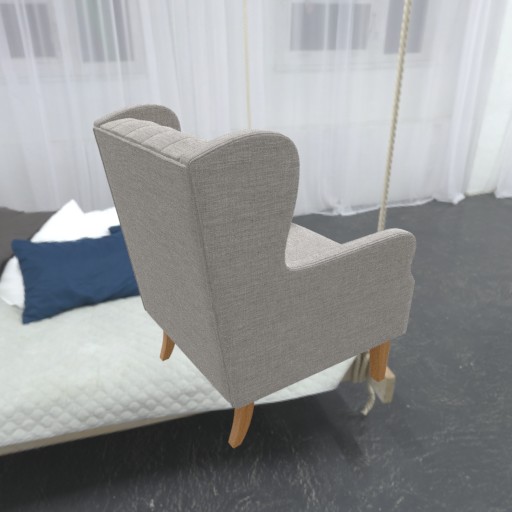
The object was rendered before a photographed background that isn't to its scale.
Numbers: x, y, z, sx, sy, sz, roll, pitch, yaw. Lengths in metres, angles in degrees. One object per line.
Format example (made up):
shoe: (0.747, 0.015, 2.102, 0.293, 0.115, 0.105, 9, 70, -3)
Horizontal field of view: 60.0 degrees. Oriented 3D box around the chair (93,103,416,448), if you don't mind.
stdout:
chair: (0.000, 0.000, 1.461, 0.760, 0.930, 0.710, -17, 30, -32)
